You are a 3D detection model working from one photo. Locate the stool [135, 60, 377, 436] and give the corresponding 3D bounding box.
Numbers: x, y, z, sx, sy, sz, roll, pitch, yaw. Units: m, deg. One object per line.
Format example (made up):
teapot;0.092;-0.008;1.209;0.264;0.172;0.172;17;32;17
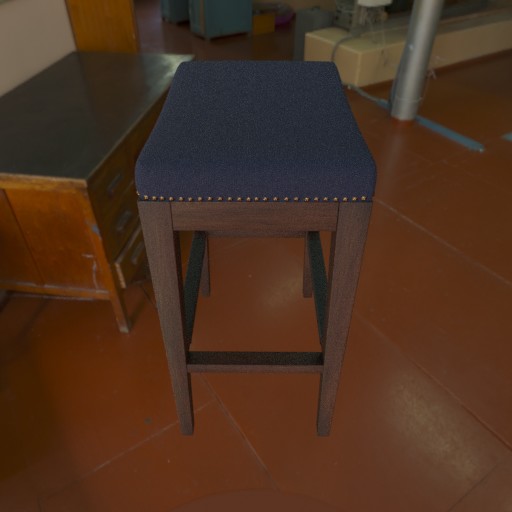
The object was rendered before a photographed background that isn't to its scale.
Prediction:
stool;0.000;0.000;1.031;0.358;0.740;0.498;0;41;0
